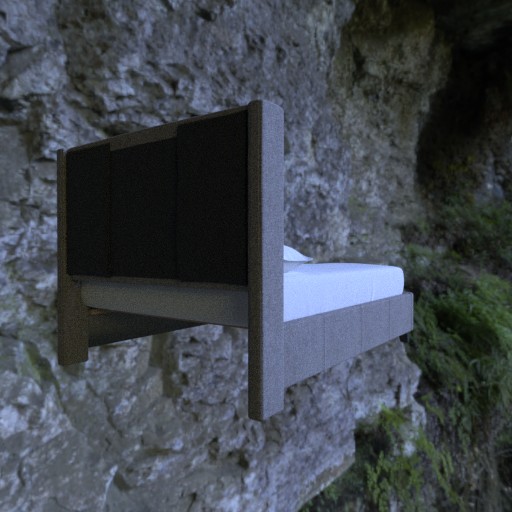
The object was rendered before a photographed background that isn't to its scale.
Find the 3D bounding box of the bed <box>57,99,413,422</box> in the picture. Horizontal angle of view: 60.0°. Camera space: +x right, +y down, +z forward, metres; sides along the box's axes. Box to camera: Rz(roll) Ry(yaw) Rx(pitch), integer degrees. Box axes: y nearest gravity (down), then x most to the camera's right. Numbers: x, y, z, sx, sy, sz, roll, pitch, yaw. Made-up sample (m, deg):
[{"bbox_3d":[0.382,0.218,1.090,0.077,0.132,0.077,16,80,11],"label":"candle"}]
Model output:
[{"bbox_3d":[0.000,0.000,3.396,1.714,1.476,2.245,1,1,36],"label":"bed"}]
